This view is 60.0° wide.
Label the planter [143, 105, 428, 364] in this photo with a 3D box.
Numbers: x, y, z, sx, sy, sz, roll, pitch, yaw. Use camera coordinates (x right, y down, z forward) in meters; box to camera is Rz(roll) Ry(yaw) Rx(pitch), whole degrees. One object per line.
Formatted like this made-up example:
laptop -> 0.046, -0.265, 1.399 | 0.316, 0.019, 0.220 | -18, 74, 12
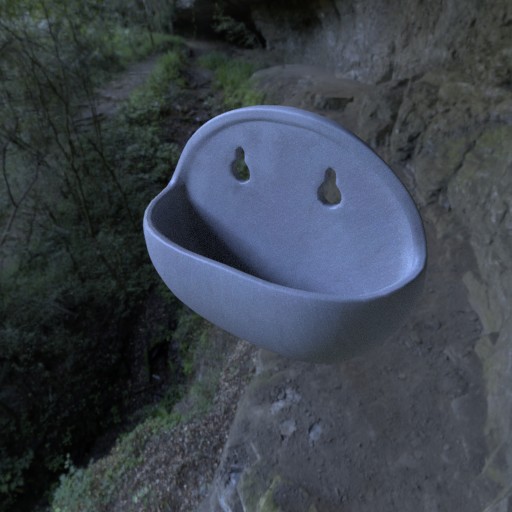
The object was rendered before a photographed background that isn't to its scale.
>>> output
planter -> 0.000, 0.000, 0.271 | 0.190, 0.164, 0.073 | 20, 38, 28
